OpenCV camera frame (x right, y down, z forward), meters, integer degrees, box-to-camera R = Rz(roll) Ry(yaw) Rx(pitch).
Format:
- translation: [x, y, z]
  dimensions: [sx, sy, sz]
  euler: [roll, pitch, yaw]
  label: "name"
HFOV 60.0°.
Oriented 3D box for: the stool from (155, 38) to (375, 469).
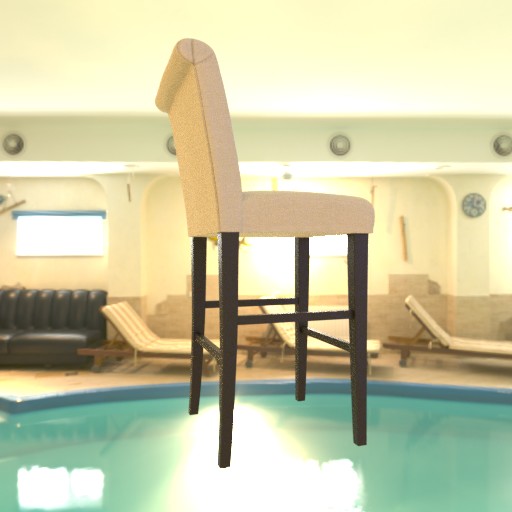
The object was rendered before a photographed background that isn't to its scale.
- translation: [0.000, 0.000, 1.428]
  dimensions: [0.597, 1.124, 0.452]
  euler: [0, 0, -20]
  label: "stool"
